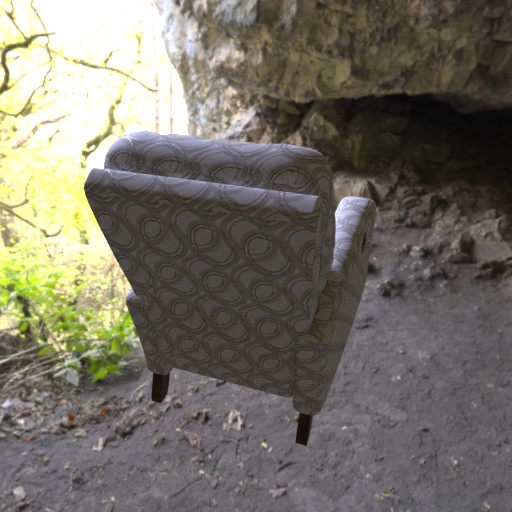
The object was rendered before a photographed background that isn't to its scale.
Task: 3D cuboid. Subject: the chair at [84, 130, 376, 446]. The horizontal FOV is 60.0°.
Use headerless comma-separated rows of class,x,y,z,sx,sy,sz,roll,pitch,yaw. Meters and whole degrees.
chair,0.000,0.000,1.702,0.796,1.065,0.995,10,31,17
